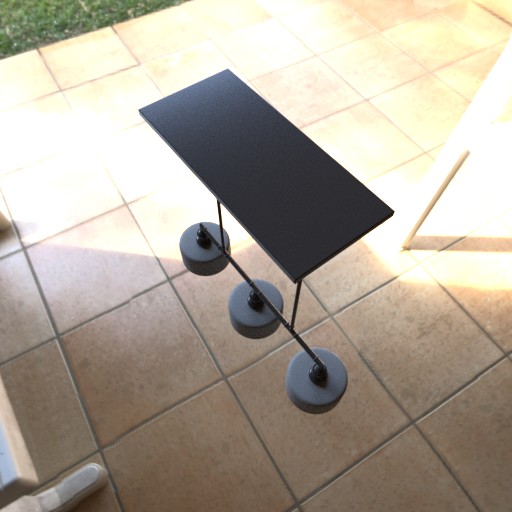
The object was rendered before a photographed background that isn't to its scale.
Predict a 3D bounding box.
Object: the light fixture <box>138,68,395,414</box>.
[{"bbox_3d":[0.000,0.000,0.891,0.177,0.557,0.582,-33,63,-19],"label":"light fixture"}]
